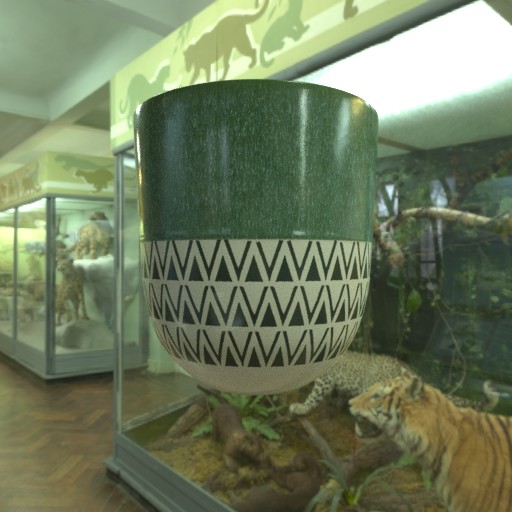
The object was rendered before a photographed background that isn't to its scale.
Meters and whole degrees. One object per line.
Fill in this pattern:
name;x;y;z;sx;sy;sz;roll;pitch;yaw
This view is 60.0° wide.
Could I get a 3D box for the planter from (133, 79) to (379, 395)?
planter;0.000;0.000;0.365;0.195;0.214;0.195;0;0;0
